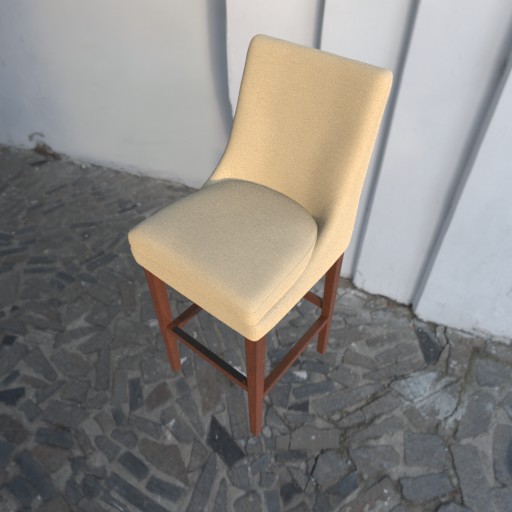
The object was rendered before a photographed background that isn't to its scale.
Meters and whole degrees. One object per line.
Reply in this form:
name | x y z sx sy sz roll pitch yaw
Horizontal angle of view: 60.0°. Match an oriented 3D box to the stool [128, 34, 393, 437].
stool | 0.000 0.000 1.359 0.470 1.078 0.577 30 52 27
